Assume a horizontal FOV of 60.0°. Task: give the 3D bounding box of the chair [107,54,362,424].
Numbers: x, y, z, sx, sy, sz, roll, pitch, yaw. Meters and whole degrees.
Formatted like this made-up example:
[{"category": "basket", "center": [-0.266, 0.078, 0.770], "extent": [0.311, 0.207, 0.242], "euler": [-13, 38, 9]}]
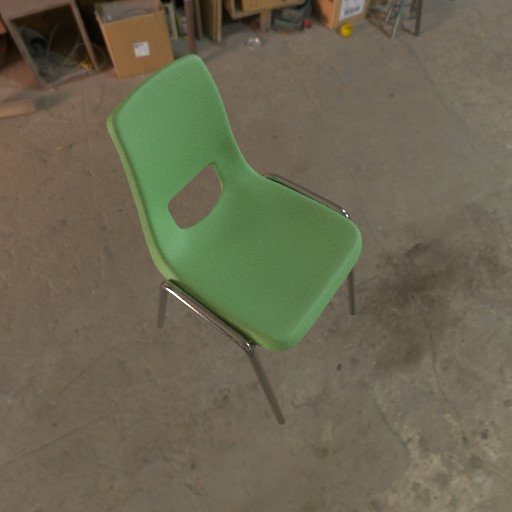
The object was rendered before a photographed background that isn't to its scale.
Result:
[{"category": "chair", "center": [0.000, 0.000, 0.947], "extent": [0.436, 0.704, 0.381], "euler": [32, 64, 18]}]
